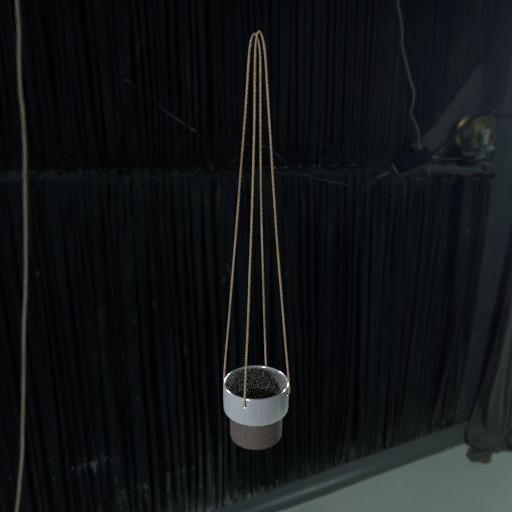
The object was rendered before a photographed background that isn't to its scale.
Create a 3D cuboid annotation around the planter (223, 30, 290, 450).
[{"bbox_3d":[0.000,0.000,1.164,0.187,1.073,0.187,-7,17,-26],"label":"planter"}]
